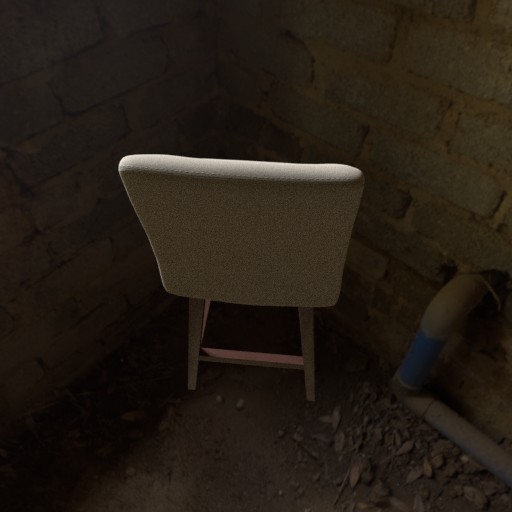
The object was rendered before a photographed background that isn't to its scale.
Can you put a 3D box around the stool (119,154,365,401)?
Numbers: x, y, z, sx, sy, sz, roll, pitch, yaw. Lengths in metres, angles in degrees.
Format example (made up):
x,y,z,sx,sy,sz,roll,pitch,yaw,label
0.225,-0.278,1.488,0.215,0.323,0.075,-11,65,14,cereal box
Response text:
x,y,z,sx,sy,sz,roll,pitch,yaw,label
0.000,0.000,1.292,0.483,0.991,0.559,4,47,4,stool
